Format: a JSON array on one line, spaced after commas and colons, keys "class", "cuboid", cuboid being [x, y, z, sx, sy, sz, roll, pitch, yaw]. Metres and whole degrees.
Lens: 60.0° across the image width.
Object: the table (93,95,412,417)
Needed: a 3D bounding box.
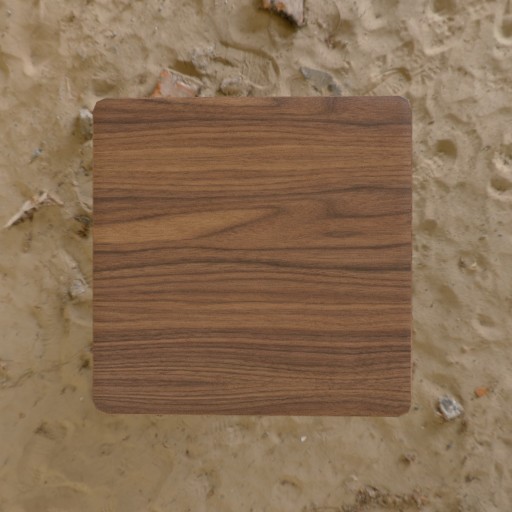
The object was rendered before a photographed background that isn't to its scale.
[{"class": "table", "cuboid": [0.000, 0.000, 0.983, 0.480, 0.641, 0.479, 0, 90, 1]}]
